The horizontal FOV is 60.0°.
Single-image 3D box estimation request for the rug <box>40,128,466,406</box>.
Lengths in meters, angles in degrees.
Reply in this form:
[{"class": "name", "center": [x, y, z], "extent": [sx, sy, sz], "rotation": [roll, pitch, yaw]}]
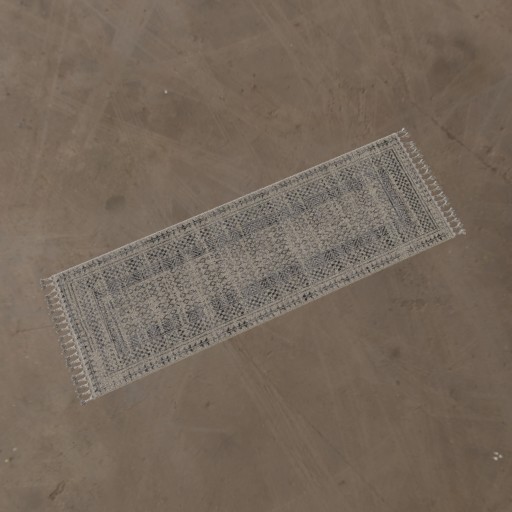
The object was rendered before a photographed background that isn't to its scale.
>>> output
[{"class": "rug", "center": [0.000, 0.000, 2.652], "extent": [2.480, 0.013, 0.786], "rotation": [-23, 77, -6]}]
